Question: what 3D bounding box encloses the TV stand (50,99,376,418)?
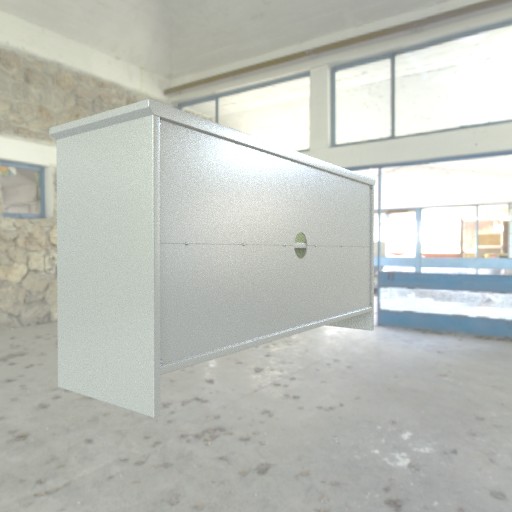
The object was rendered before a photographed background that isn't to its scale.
[{"bbox_3d":[0.000,0.000,1.405,0.344,0.603,1.167,1,1,36],"label":"TV stand"}]
